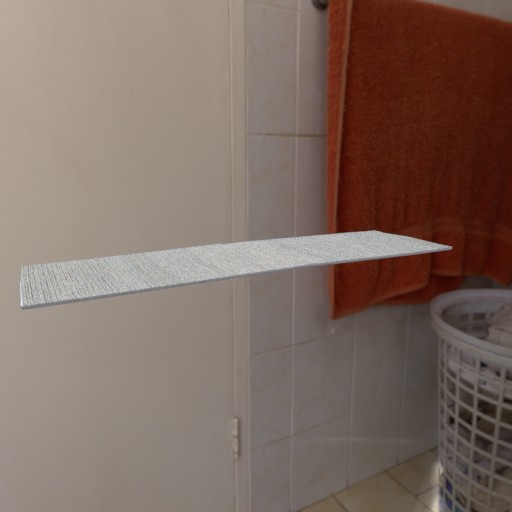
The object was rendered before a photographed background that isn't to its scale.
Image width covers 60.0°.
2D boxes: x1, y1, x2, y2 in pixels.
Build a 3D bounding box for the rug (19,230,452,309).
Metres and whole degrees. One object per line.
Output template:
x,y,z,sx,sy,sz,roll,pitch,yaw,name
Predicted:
0.000,0.000,2.470,2.341,0.037,0.675,-7,15,-26,rug
